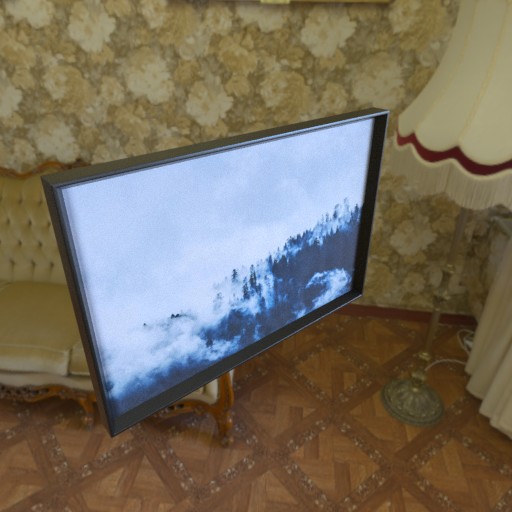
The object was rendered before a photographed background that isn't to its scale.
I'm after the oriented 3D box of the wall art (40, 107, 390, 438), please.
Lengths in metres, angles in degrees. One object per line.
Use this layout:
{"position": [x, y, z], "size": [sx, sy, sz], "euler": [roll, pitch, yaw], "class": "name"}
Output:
{"position": [0.000, 0.000, 1.179], "size": [0.939, 0.640, 0.058], "euler": [-22, 36, -33], "class": "wall art"}
